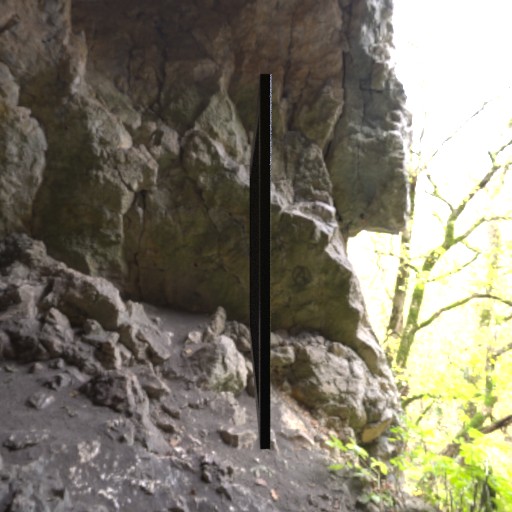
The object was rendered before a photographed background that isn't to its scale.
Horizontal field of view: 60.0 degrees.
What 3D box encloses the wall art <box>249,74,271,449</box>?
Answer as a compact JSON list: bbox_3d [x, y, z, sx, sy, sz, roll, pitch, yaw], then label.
[{"bbox_3d":[0.000,0.000,0.857,0.013,0.447,0.660,0,2,-2],"label":"wall art"}]
